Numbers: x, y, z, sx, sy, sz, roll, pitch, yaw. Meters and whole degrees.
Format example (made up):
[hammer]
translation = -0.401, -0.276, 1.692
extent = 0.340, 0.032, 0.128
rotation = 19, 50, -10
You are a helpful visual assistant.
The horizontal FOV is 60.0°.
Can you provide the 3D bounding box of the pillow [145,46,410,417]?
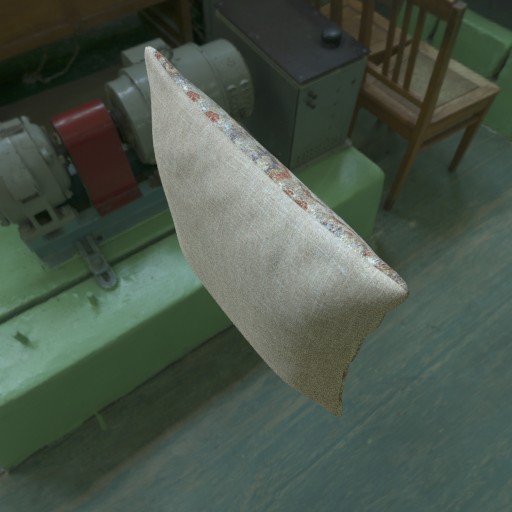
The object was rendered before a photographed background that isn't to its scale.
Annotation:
[pillow]
translation = 0.000, 0.000, 0.753
extent = 0.166, 0.506, 0.523
rotation = -32, 63, -19
